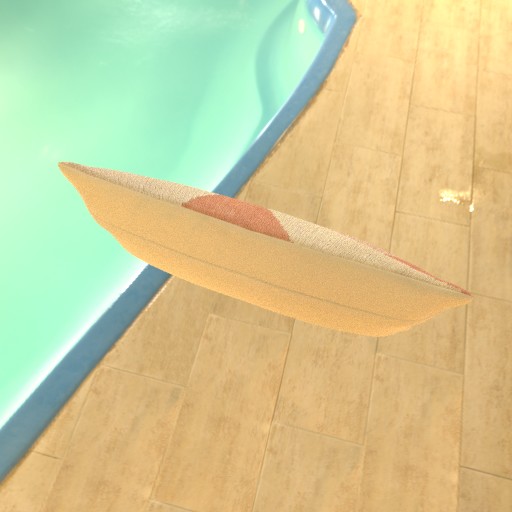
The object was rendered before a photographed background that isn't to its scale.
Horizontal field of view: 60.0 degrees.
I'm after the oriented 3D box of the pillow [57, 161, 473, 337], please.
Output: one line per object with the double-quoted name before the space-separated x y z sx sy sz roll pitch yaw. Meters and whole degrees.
"pillow" 0.000 0.000 0.743 0.609 0.292 0.155 18 65 9
